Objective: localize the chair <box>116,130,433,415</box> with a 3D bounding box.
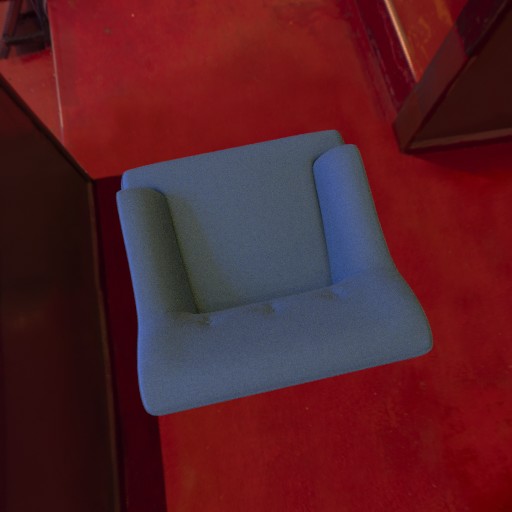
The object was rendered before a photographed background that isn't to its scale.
[{"bbox_3d":[0.000,0.000,1.675,0.946,0.818,0.951,-12,75,-3],"label":"chair"}]
